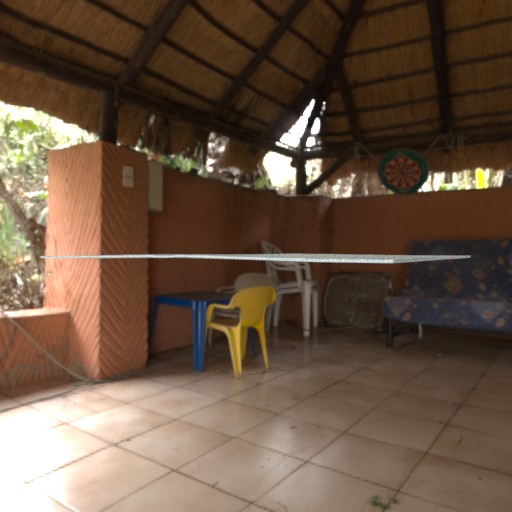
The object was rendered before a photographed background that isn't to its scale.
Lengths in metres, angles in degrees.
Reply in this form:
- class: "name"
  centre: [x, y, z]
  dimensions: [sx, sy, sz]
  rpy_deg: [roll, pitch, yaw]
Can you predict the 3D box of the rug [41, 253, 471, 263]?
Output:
- class: "rug"
  centre: [0.000, 0.000, 2.881]
  dimensions: [2.306, 0.030, 1.613]
  rpy_deg: [0, 1, 35]
